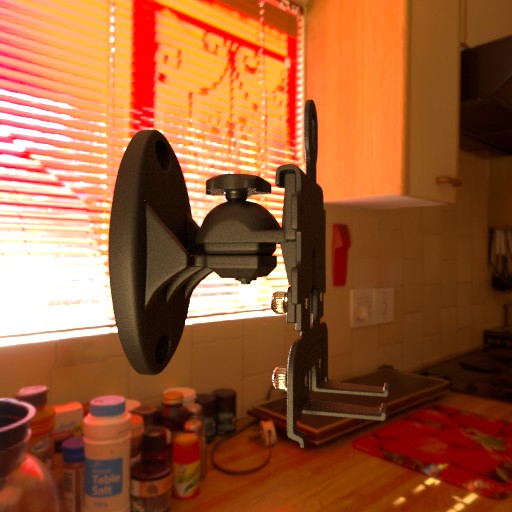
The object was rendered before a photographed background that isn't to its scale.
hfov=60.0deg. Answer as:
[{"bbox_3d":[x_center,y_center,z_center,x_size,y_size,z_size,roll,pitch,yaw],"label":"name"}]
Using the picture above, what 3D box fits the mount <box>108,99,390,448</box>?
[{"bbox_3d":[0.000,0.000,0.175,0.100,0.118,0.066,0,0,18],"label":"mount"}]
